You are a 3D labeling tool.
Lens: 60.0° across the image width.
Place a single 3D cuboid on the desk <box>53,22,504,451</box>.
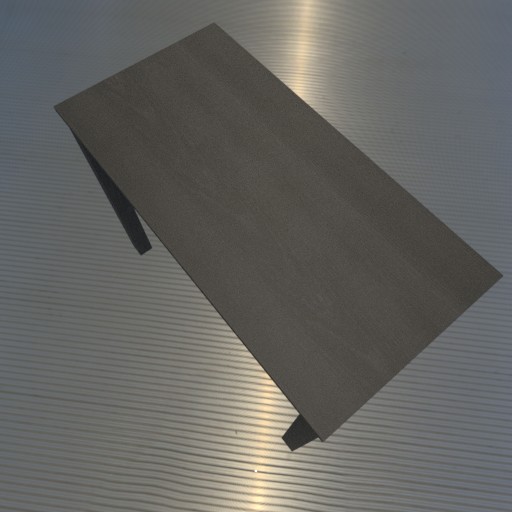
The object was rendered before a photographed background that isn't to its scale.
[{"bbox_3d":[0.000,0.000,1.346,0.499,0.762,0.991,-36,69,-16],"label":"desk"}]
